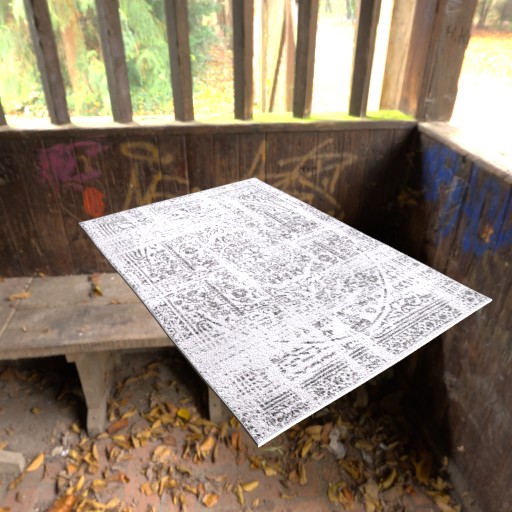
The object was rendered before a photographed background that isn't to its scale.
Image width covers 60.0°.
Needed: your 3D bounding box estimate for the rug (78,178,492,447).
[{"bbox_3d":[0.000,0.000,3.039,1.706,0.026,2.438,-20,36,-30],"label":"rug"}]
